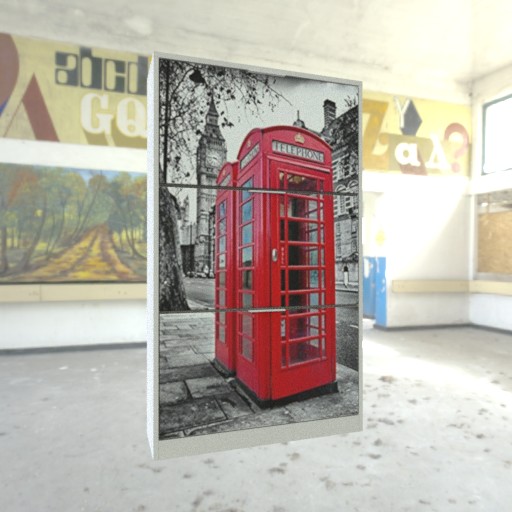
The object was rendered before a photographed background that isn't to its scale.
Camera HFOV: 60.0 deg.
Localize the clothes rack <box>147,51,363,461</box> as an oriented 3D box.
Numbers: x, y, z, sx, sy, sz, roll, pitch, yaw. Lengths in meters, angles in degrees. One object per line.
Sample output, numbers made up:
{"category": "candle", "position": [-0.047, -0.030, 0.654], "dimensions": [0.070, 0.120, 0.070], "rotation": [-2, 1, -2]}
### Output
{"category": "clothes rack", "position": [0.000, 0.000, 1.608], "dimensions": [0.750, 1.280, 0.250], "rotation": [0, 0, -19]}
